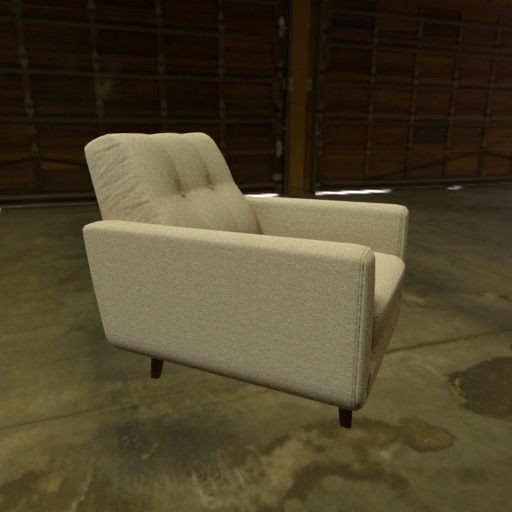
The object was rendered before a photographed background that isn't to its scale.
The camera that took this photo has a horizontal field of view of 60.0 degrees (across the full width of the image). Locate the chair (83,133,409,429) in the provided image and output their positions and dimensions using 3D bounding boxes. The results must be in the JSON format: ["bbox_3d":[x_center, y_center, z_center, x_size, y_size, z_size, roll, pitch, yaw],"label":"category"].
[{"bbox_3d":[0.000,0.000,1.809,1.128,0.965,0.897,7,17,24],"label":"chair"}]
